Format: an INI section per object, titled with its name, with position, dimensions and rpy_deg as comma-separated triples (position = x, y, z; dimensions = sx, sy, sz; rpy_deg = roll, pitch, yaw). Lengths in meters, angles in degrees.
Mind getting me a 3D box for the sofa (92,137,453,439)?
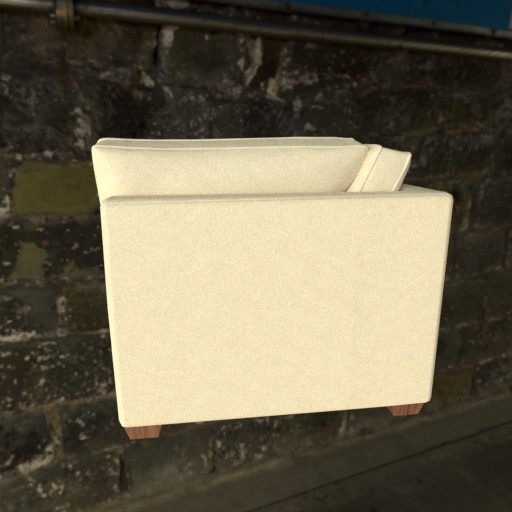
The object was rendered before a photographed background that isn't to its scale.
[sofa]
position = 0.000, 0.000, 1.937
dimensions = 1.146, 1.002, 1.084
rpy_deg = -2, 15, -8
